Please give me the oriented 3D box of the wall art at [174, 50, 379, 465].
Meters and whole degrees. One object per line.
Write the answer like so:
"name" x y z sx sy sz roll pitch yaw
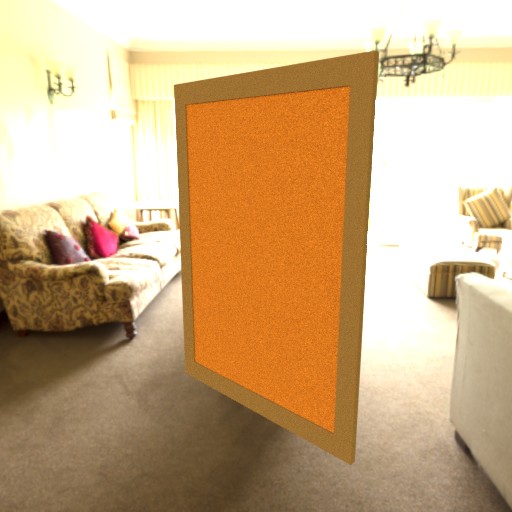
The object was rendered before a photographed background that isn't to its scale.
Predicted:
"wall art" 0.000 0.000 0.679 0.374 0.529 0.012 13 18 43
